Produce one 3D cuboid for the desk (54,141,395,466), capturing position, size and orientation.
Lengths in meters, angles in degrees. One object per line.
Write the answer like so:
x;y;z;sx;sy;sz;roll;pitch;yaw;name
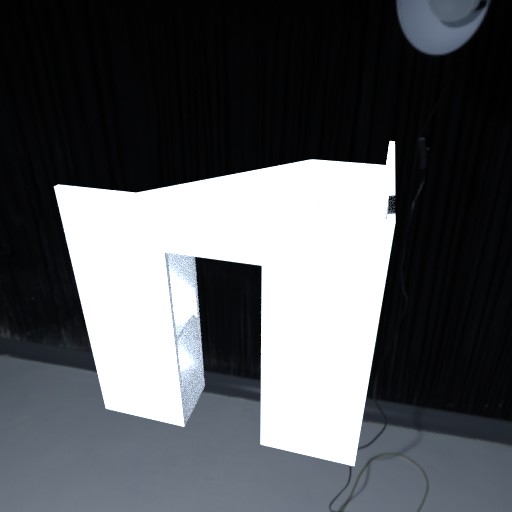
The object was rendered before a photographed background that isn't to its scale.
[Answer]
0.000;0.000;1.755;0.940;0.986;0.940;8;30;13;desk
